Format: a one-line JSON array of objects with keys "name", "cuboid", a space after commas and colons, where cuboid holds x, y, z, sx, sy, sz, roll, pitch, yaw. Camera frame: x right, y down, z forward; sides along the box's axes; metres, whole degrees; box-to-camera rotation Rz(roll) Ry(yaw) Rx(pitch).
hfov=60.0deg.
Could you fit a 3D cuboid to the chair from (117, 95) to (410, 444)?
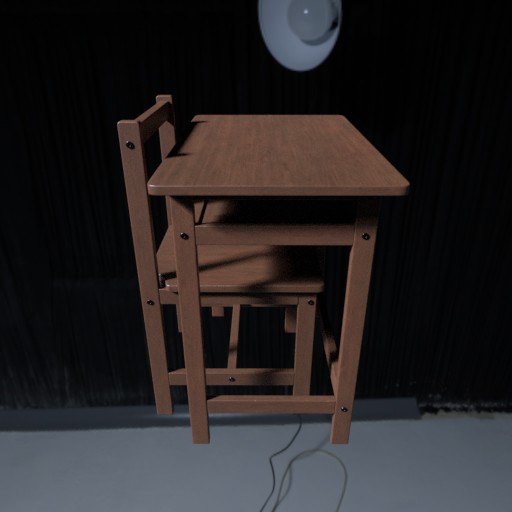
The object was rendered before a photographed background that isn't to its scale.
[{"name": "chair", "cuboid": [0.000, 0.000, 1.040, 0.463, 0.673, 0.599, 0, 27, 0]}]
